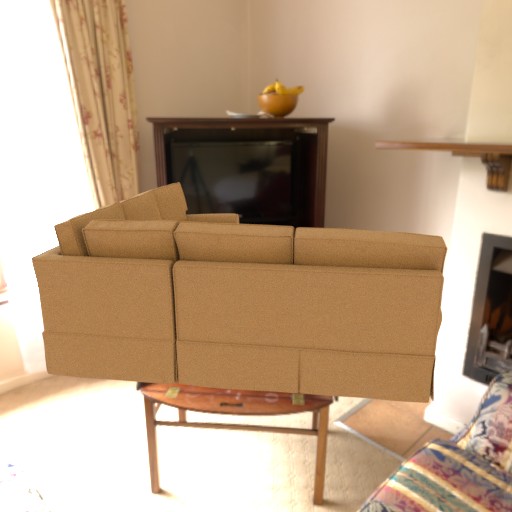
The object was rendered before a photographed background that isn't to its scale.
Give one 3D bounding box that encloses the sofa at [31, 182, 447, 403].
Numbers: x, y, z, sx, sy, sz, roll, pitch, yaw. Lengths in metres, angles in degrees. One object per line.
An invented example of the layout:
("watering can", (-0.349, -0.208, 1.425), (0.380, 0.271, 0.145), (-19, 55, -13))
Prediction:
("sofa", (0.000, 0.000, 4.175), (2.730, 1.124, 2.733), (2, 16, 7))
